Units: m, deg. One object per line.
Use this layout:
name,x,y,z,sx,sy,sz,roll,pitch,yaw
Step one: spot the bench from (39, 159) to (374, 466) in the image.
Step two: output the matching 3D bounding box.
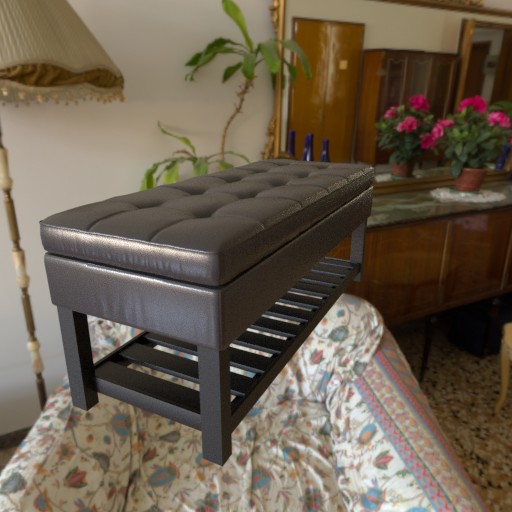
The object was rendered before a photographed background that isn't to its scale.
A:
bench,0.000,0.000,1.315,0.432,0.460,1.105,9,21,25
